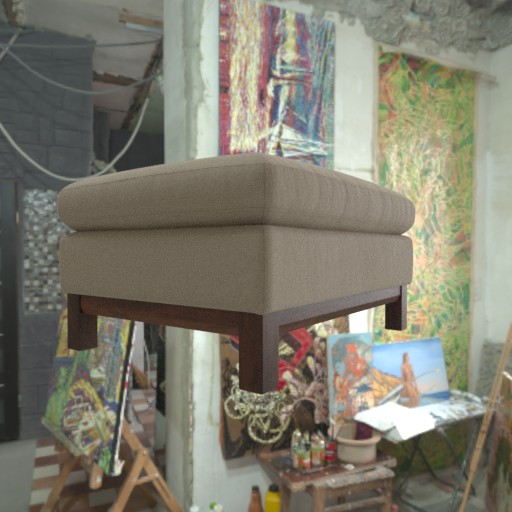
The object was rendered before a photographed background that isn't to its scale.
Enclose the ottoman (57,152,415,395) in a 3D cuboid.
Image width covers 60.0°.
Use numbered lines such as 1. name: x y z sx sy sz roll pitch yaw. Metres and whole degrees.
1. ottoman: 0.000 0.000 1.136 0.606 0.420 0.771 1 1 36
